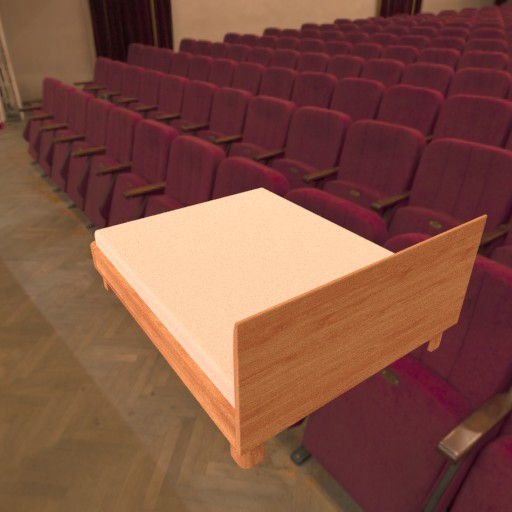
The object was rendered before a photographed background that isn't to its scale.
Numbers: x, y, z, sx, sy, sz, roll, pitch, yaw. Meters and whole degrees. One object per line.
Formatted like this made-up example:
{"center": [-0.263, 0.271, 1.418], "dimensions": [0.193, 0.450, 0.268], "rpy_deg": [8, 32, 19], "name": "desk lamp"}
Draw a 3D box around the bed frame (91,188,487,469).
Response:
{"center": [0.000, 0.000, 3.008], "dimensions": [1.660, 0.940, 2.092], "rpy_deg": [-19, 35, -30], "name": "bed frame"}
